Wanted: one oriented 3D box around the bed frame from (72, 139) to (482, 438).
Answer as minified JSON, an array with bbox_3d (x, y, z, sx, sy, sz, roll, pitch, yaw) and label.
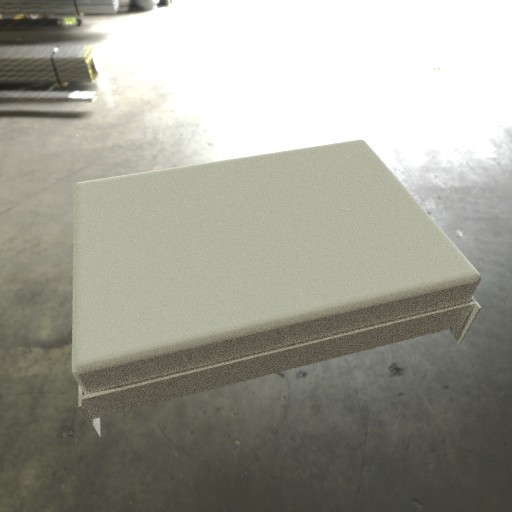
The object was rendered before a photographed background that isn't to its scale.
[{"bbox_3d":[0.000,0.000,2.576,1.945,0.497,1.445,-11,46,-11],"label":"bed frame"}]
